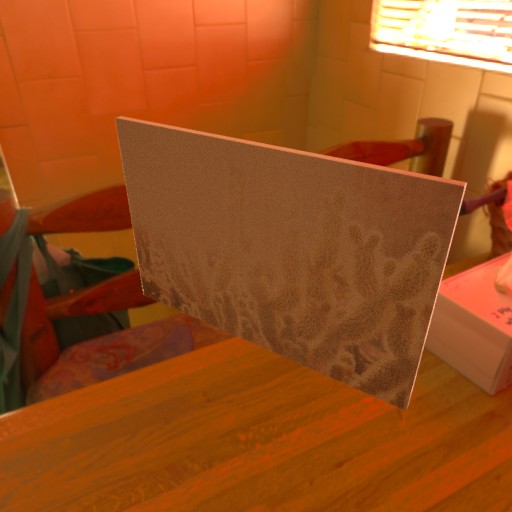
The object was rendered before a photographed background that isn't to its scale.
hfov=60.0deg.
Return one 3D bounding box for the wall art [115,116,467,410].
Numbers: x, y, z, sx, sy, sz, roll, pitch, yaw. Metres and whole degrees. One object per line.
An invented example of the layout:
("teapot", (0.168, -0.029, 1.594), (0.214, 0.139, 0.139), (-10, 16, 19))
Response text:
("wall art", (0.000, 0.000, 1.970), (1.525, 1.012, 0.038), (18, 36, 27))
